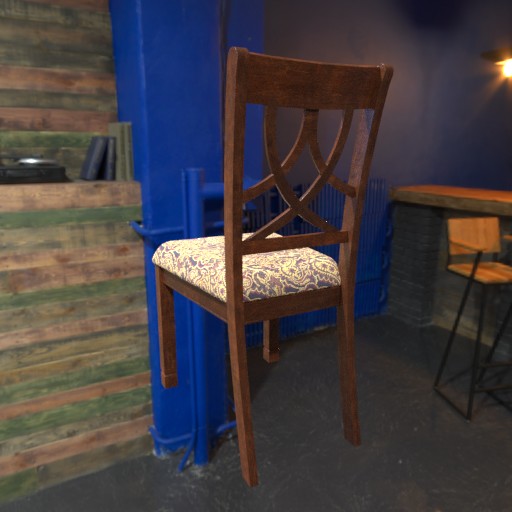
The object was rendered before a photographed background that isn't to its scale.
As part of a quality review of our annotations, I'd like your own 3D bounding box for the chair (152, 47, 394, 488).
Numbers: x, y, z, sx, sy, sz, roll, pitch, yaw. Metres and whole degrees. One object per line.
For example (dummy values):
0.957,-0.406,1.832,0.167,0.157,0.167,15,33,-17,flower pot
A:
0.000,0.000,1.261,0.457,0.965,0.584,-7,16,-27,chair
